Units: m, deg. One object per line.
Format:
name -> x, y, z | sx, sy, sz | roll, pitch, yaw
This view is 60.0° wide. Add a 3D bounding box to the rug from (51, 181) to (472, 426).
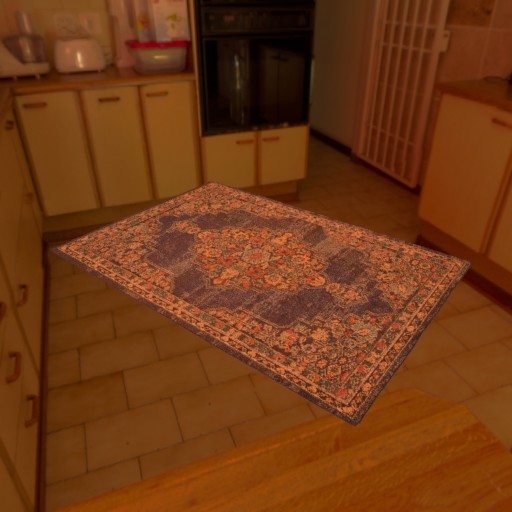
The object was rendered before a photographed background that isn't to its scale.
rug -> 0.000, 0.000, 3.740 | 2.940, 0.011, 2.053 | 22, 38, 32
